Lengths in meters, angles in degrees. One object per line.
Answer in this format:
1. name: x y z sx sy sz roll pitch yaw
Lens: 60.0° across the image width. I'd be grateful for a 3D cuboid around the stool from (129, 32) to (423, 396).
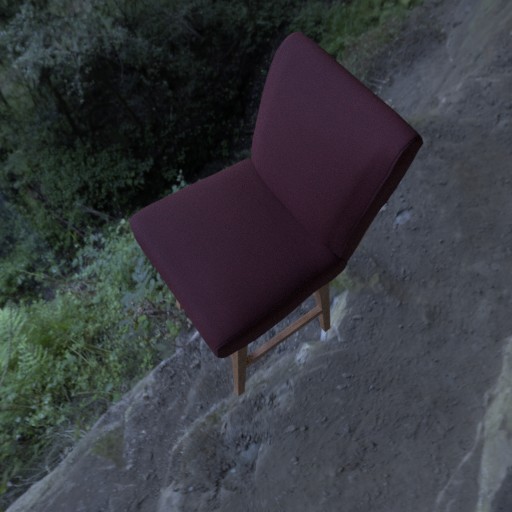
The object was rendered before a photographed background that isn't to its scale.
1. stool: 0.000 0.000 1.359 0.562 1.093 0.468 -33 68 -15
